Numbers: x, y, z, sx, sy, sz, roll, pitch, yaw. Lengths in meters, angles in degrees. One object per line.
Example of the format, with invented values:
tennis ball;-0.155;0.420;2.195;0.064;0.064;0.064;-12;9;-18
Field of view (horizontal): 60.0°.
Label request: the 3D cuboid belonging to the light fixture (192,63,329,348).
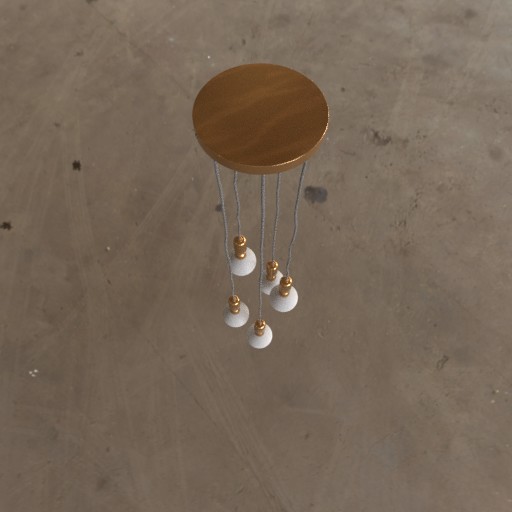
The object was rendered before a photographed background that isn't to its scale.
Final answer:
light fixture;0.000;0.000;0.516;0.105;0.457;0.108;-19;65;-9
